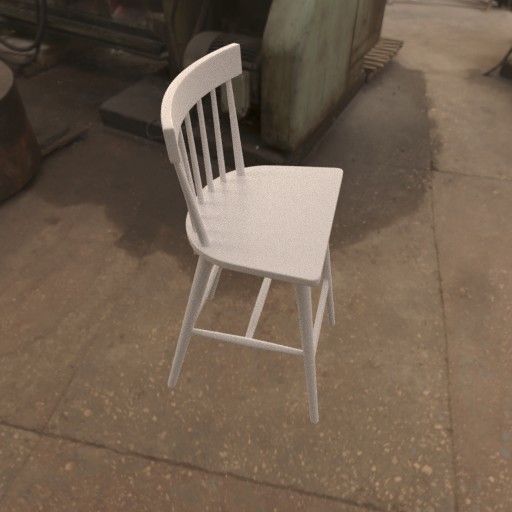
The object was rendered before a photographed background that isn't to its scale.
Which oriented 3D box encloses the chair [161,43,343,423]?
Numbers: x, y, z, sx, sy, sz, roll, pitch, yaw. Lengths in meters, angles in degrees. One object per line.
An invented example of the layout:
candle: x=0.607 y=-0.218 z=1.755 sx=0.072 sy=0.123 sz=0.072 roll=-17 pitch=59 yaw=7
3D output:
chair: x=0.000 y=0.000 z=1.386 sx=0.572 sy=1.092 sz=0.483 roll=11 pitch=46 yaw=10
